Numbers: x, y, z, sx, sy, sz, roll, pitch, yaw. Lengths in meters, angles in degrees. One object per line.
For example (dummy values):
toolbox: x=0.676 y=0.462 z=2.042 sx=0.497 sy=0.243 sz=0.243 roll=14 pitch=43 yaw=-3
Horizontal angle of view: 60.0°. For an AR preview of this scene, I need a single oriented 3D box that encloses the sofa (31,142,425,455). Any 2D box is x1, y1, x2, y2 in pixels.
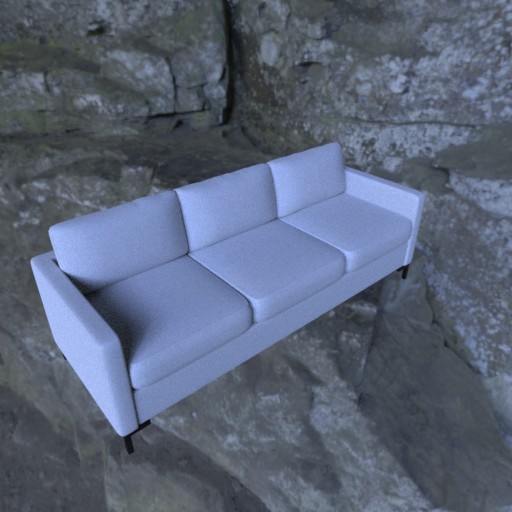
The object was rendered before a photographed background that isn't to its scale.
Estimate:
sofa: x=0.000 y=0.000 z=2.629 sx=2.218 sy=0.874 sz=0.859 roll=-24 pitch=39 yaw=-34
